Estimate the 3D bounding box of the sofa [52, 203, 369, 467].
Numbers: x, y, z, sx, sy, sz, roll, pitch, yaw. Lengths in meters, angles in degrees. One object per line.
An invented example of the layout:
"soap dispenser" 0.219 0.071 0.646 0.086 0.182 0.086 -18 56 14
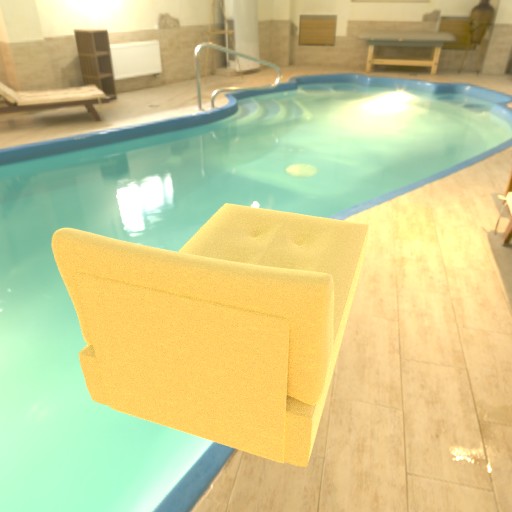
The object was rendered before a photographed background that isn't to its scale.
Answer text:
"sofa" 0.000 0.000 2.048 0.930 0.820 1.450 10 33 16
